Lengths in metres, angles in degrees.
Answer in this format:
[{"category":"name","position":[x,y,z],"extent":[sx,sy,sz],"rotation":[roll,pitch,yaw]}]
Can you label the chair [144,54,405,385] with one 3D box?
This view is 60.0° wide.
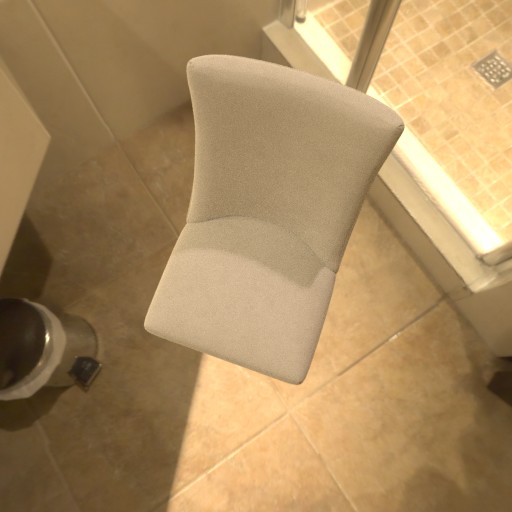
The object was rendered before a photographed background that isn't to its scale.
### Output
[{"category":"chair","position":[0.000,0.000,1.280],"extent":[0.495,0.902,0.610],"rotation":[19,75,5]}]
